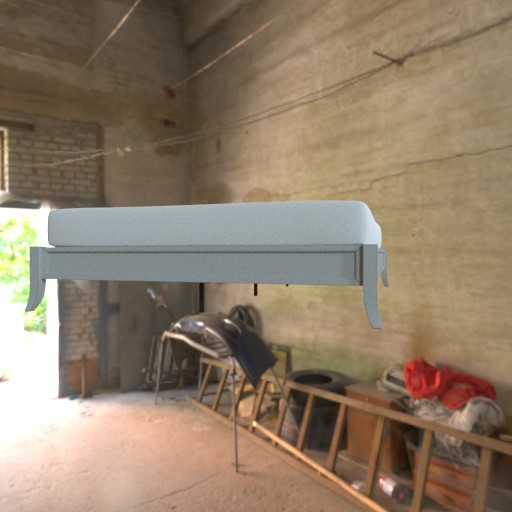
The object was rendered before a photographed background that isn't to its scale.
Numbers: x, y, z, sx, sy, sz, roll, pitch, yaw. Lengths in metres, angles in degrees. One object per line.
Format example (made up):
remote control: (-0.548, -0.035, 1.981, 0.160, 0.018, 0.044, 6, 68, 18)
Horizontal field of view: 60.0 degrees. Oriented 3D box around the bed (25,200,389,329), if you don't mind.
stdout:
bed: (0.000, 0.000, 2.830, 1.604, 0.510, 2.108, 0, 0, 17)
